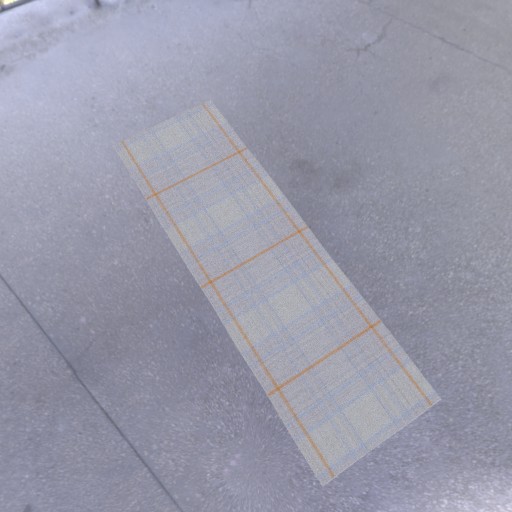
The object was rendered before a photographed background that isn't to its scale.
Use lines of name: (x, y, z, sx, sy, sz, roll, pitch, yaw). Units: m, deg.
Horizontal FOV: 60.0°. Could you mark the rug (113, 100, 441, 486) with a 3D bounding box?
rug: (0.000, 0.000, 2.676, 0.770, 0.016, 2.442, -30, 69, -13)
